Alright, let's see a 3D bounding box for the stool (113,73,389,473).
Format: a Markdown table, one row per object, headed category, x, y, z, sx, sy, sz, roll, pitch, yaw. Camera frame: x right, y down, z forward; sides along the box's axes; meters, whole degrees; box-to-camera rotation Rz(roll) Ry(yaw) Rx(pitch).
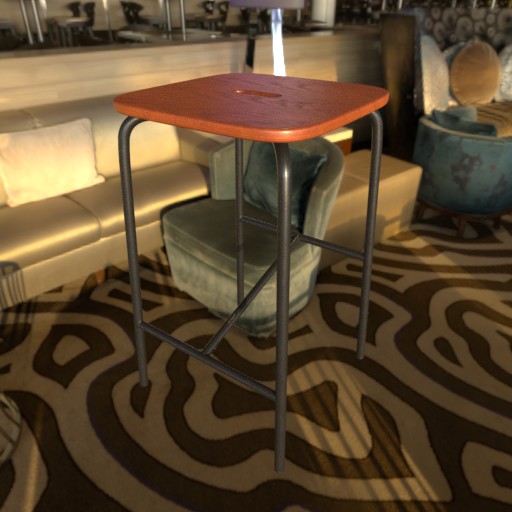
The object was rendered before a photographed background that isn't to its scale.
| category | x | y | z | sx | sy | sz | roll | pitch | yaw |
| --- | --- | --- | --- | --- | --- | --- | --- | --- | --- |
| stool | 0.000 | 0.000 | 0.870 | 0.376 | 0.610 | 0.376 | 20 | 36 | 30 |
